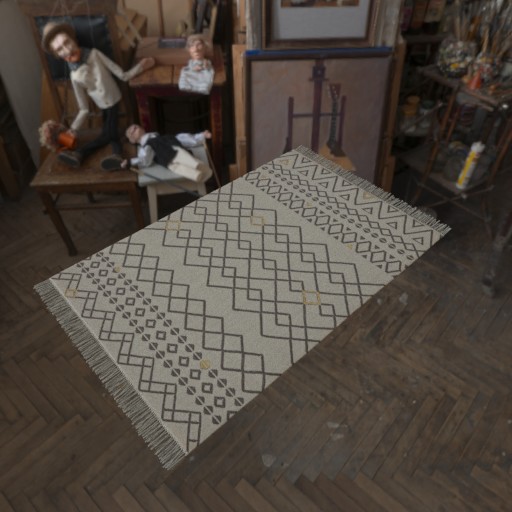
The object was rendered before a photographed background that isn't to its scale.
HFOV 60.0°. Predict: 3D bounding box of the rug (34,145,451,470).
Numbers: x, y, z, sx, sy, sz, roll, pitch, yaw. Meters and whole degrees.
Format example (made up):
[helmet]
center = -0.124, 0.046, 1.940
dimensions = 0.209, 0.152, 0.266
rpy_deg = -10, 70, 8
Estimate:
[rug]
center = 0.000, 0.000, 2.983
dimensions = 2.472, 0.035, 1.495
rpy_deg = -33, 54, -28
